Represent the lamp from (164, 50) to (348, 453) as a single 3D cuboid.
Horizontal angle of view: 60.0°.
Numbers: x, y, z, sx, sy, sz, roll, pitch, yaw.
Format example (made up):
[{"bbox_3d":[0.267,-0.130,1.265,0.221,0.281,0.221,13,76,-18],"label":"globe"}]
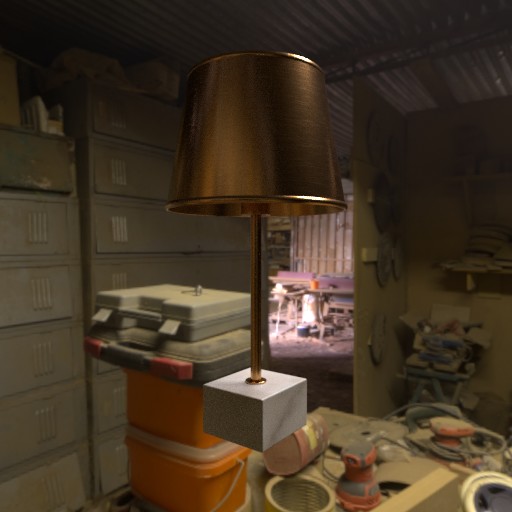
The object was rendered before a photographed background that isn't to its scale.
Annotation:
[{"bbox_3d":[0.000,0.000,0.515,0.208,0.406,0.208,0,1,0],"label":"lamp"}]
